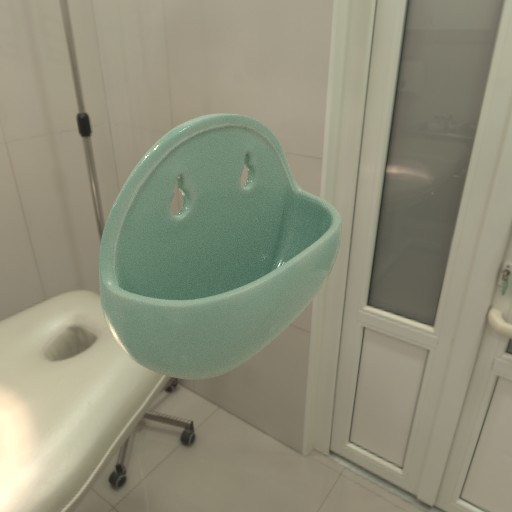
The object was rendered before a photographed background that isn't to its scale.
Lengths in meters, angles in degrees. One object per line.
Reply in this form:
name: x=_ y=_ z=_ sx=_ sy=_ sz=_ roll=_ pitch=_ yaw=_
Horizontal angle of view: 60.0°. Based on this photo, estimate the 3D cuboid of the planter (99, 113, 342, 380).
planter: x=0.000 y=0.000 z=0.277 sx=0.073 sy=0.164 sz=0.189 roll=18 pitch=32 yaw=31
